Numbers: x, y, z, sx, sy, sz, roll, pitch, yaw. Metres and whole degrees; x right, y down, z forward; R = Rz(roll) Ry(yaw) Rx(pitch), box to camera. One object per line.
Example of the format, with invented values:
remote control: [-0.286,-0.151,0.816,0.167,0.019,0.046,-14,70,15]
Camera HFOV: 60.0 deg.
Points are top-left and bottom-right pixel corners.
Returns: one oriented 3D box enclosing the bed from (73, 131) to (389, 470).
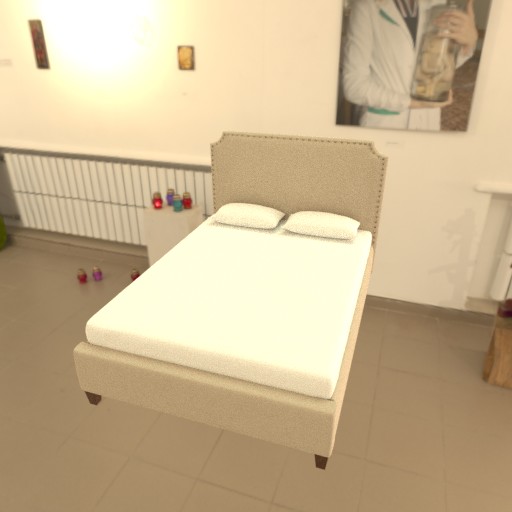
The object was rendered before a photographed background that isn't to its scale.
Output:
bed: [0.000,0.000,3.467,1.713,1.443,2.372,9,28,17]
